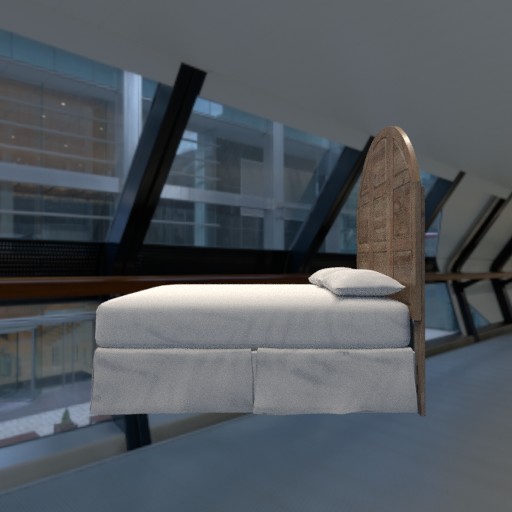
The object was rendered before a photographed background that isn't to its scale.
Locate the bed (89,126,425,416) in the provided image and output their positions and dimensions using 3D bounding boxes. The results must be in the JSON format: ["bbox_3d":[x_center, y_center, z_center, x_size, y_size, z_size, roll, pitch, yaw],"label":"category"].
[{"bbox_3d":[0.000,0.000,3.555,2.112,2.002,1.713,0,0,0],"label":"bed"}]
